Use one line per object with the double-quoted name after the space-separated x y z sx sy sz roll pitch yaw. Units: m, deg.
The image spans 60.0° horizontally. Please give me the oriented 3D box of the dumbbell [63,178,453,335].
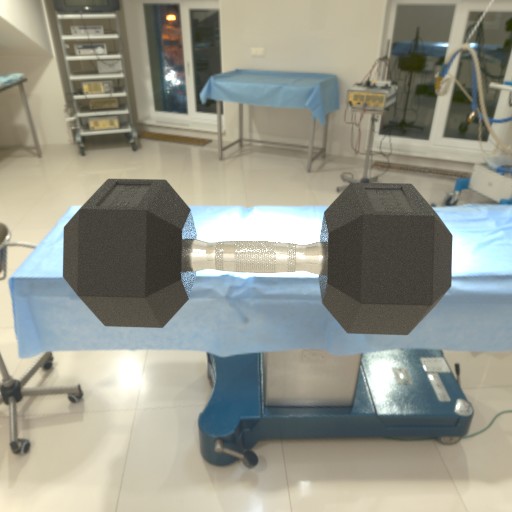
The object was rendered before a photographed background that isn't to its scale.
0.000 0.000 0.420 0.337 0.123 0.142 1 30 2 "dumbbell"
